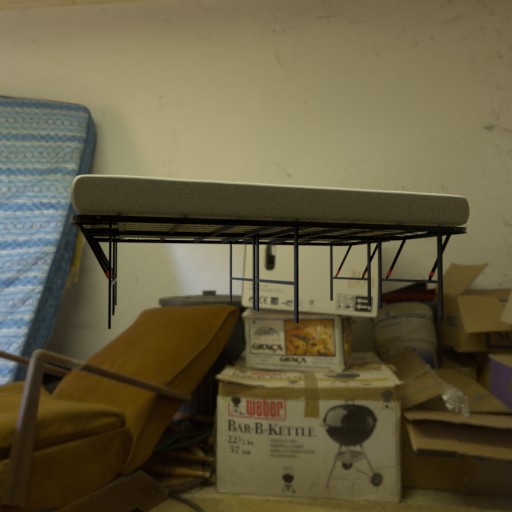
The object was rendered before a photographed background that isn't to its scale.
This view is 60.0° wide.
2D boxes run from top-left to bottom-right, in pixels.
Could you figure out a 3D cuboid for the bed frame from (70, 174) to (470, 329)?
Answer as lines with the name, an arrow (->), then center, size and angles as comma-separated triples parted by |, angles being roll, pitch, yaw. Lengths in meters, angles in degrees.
bed frame -> 0.000, 0.000, 2.617 | 1.905, 0.637, 1.372 | 1, -2, -16
